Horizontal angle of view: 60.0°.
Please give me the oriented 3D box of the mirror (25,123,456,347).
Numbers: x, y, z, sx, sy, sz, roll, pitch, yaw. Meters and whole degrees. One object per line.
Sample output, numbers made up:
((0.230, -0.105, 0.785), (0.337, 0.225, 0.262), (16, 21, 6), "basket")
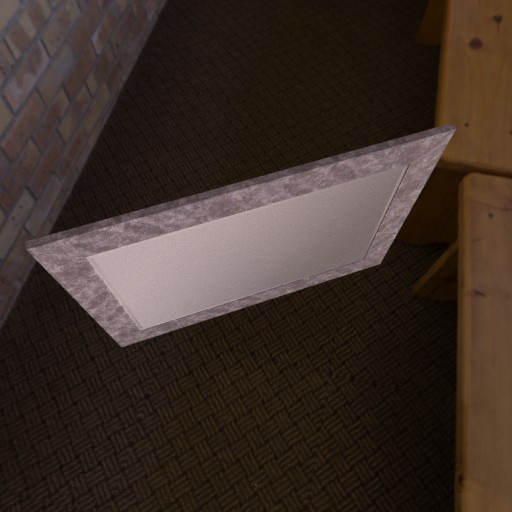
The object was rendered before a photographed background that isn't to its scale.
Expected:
((0.000, 0.000, 1.438), (1.101, 0.795, 0.022), (-17, 64, -9), "mirror")
